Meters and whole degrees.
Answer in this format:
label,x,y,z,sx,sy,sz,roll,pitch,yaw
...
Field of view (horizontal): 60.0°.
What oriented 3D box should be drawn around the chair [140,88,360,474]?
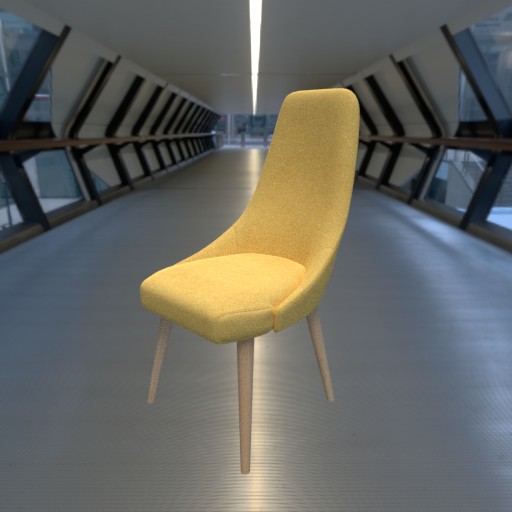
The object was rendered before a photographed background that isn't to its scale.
label,x,y,z,sx,sy,sz,roll,pitch,yaw
chair,0.000,0.000,1.432,0.510,1.040,0.660,15,22,42
